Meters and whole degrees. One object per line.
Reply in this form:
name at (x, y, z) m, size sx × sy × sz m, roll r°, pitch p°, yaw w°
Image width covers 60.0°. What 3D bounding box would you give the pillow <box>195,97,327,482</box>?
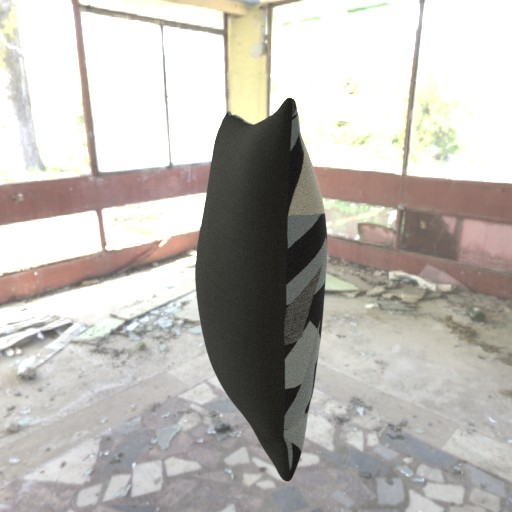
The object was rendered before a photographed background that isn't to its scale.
pillow at (0.000, 0.000, 0.764) m, size 0.208 × 0.496 × 0.503 m, roll -3°, pitch 18°, yaw -11°
